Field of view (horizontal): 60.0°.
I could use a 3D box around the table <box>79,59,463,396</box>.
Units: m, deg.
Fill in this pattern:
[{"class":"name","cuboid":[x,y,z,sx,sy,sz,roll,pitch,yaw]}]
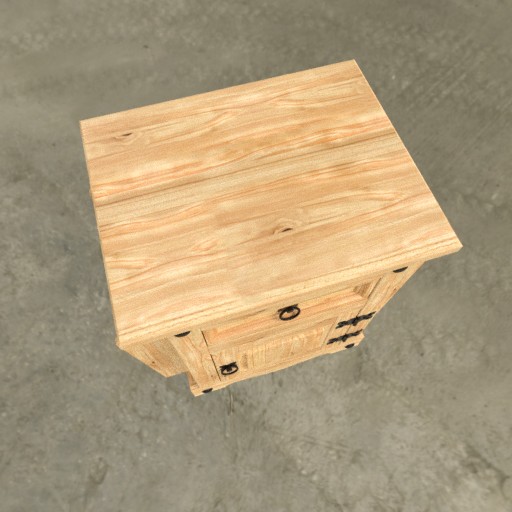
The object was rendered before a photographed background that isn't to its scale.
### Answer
[{"class":"table","cuboid":[0.000,0.000,0.880,0.530,0.515,0.380,-16,65,-8]}]
